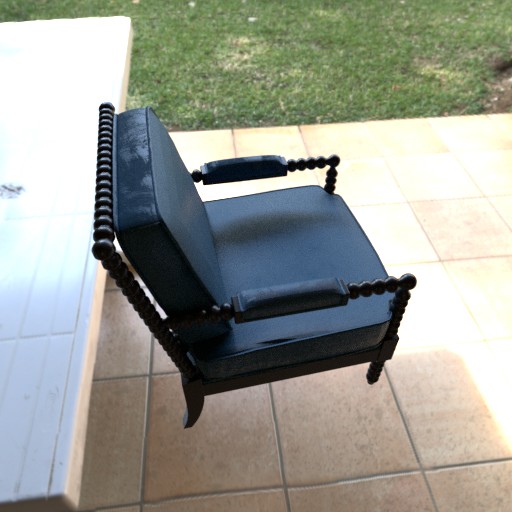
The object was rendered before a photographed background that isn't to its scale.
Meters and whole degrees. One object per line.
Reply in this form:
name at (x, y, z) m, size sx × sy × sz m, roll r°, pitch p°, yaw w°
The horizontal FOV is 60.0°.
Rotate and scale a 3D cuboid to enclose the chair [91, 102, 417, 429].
chair at (0.000, 0.000, 1.431) m, size 0.805 × 0.857 × 0.688 m, roll -9°, pitch 46°, yaw -9°
